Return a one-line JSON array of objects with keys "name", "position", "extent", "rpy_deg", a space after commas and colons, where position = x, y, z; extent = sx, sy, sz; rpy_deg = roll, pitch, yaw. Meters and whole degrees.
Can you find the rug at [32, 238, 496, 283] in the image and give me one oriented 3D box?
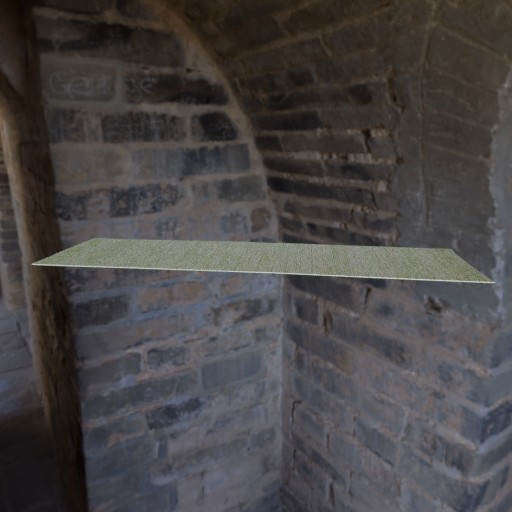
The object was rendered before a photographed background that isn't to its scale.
[{"name": "rug", "position": [0.000, 0.000, 2.540], "extent": [2.340, 0.013, 0.686], "rpy_deg": [2, 14, 8]}]
